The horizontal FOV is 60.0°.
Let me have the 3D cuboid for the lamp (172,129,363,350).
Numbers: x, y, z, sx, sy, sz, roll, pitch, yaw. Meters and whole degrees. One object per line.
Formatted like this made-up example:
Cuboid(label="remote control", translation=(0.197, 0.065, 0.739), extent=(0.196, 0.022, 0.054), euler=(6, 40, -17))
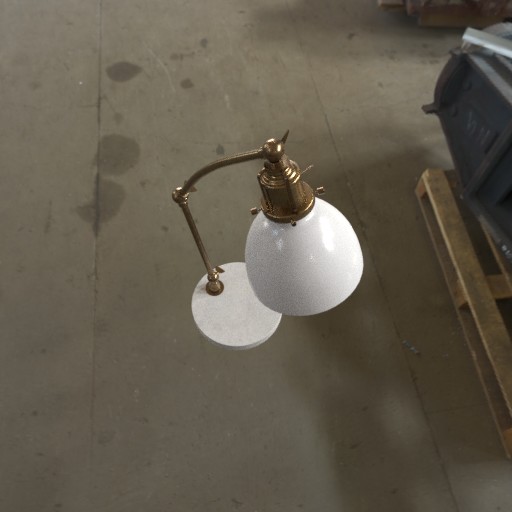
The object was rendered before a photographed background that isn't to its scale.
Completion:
Cuboid(label="lamp", translation=(0.000, 0.000, 0.683), extent=(0.317, 0.522, 0.186), euler=(32, 65, 17))
